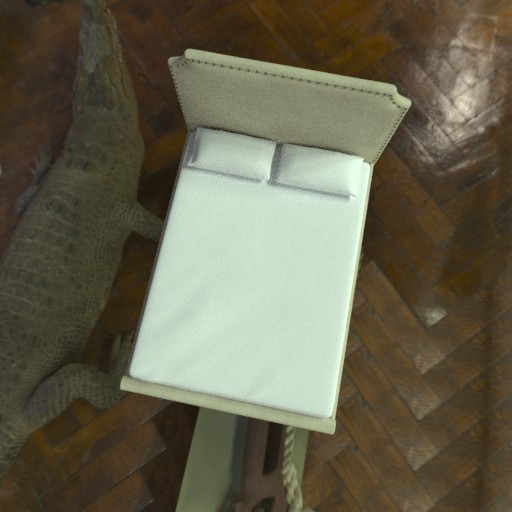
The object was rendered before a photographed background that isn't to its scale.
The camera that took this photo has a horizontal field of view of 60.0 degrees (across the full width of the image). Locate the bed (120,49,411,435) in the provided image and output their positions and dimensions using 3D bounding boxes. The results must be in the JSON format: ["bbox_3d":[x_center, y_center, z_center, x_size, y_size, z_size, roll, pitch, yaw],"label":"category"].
[{"bbox_3d":[0.000,0.000,3.387,1.712,1.443,2.372,11,77,3],"label":"bed"}]
